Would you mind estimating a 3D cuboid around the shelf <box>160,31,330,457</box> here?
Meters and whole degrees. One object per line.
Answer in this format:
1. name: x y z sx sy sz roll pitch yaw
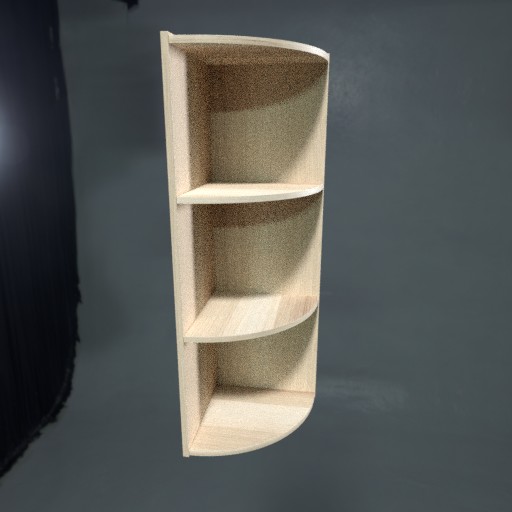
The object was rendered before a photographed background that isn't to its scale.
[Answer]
1. shelf: 0.000 0.000 0.998 0.290 0.872 0.290 2 16 8
